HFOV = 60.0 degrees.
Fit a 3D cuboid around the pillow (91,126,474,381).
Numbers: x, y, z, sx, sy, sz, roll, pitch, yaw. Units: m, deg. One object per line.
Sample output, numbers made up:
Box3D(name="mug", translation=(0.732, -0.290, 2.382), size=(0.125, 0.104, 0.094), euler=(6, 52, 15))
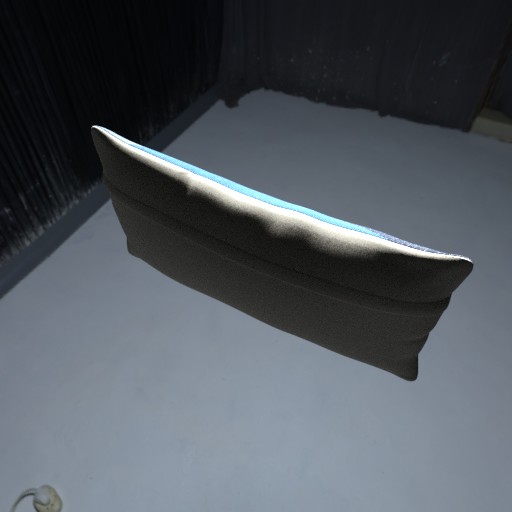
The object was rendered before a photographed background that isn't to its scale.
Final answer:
Box3D(name="pillow", translation=(0.000, 0.000, 0.723), size=(0.604, 0.307, 0.148), euler=(22, 52, 19))
